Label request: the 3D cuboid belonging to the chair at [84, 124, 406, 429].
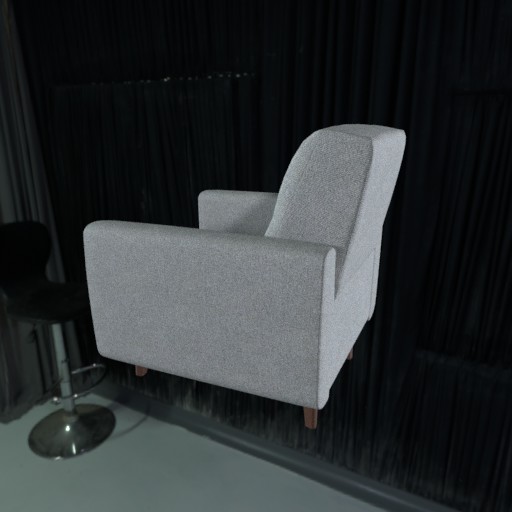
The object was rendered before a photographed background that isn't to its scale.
[{"bbox_3d":[0.000,0.000,1.689,0.942,0.968,0.845,8,20,24],"label":"chair"}]
